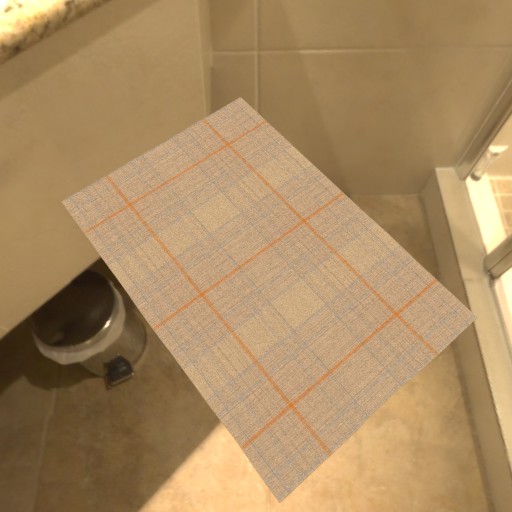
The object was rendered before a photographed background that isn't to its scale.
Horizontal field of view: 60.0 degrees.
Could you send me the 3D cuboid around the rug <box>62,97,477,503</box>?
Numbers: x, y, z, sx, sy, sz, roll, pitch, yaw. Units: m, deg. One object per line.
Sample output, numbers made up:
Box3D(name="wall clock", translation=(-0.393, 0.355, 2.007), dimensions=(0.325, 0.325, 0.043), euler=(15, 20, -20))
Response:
Box3D(name="rug", translation=(0.000, 0.000, 2.244), dimensions=(1.232, 0.015, 1.825), euler=(-36, 69, -16))
